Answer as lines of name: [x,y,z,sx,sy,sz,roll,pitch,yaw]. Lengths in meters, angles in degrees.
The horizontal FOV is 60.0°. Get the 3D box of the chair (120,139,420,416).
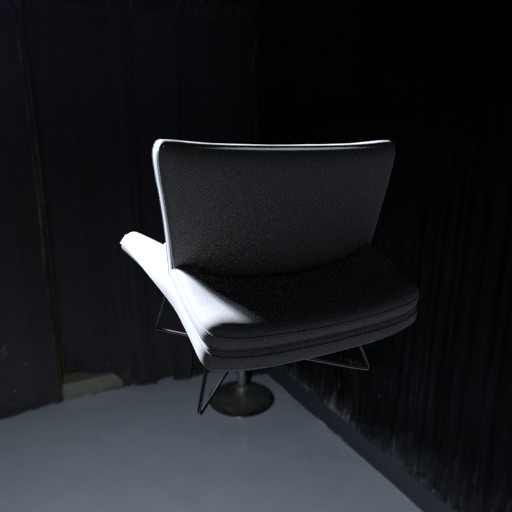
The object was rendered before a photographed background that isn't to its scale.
chair: [0.000,0.000,1.693,0.859,0.855,1.008,-7,16,-25]
